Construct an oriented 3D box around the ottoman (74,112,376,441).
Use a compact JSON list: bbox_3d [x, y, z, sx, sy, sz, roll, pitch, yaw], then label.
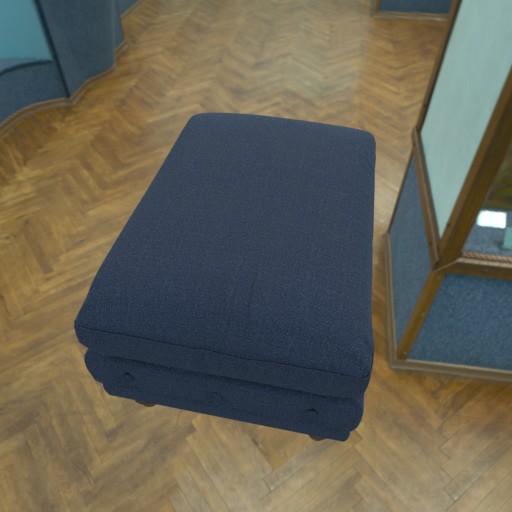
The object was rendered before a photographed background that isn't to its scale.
[{"bbox_3d":[0.000,0.000,1.119,0.558,0.486,0.767,8,46,8],"label":"ottoman"}]
